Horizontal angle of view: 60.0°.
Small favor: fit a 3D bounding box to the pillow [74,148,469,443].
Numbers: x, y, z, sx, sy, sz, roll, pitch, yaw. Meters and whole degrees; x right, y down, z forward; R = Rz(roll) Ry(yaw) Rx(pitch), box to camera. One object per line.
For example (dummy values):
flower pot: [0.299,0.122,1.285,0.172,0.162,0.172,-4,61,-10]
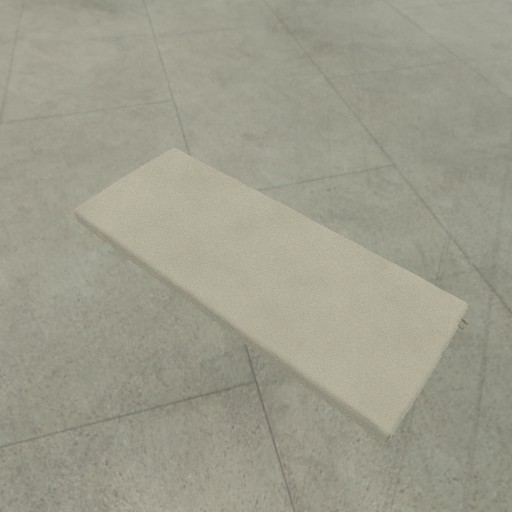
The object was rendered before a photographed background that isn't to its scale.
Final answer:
pillow: [0.000,0.000,1.336,1.187,0.081,0.492,31,55,25]
